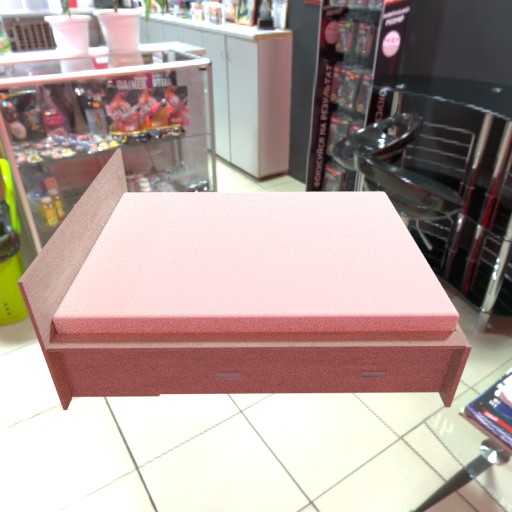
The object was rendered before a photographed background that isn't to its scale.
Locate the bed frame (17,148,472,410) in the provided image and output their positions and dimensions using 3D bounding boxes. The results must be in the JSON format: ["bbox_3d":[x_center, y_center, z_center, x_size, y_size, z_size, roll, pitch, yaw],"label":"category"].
[{"bbox_3d":[0.000,0.000,2.711,1.960,0.800,1.622,0,33,0],"label":"bed frame"}]
